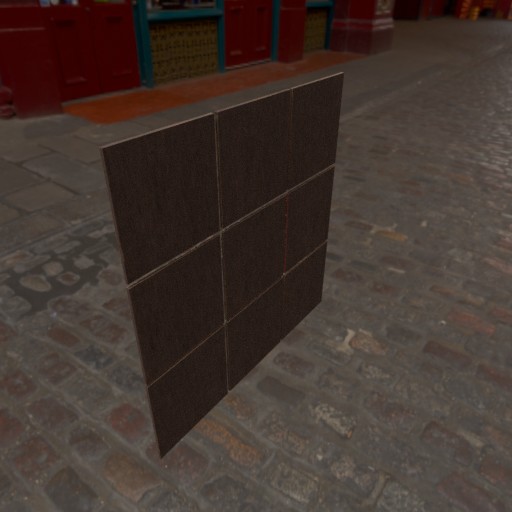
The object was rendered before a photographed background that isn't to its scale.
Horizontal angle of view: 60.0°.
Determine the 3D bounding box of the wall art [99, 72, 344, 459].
[{"bbox_3d":[0.000,0.000,2.232,0.014,1.525,1.527,22,38,31],"label":"wall art"}]
